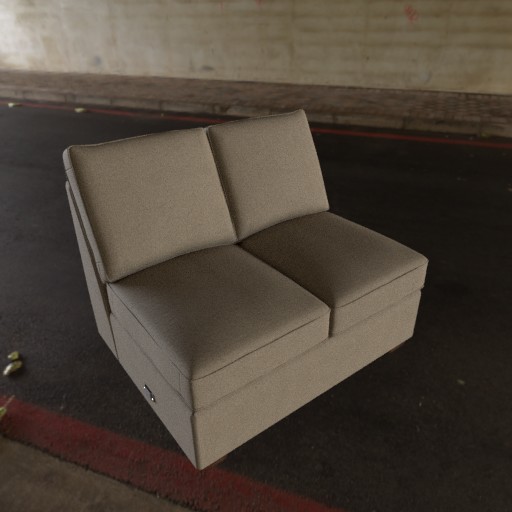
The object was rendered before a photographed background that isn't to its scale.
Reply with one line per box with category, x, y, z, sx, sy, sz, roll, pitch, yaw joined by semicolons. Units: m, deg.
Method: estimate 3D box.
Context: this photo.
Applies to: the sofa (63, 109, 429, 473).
sofa;0.000;0.000;1.945;1.232;1.006;0.978;-20;35;-32
